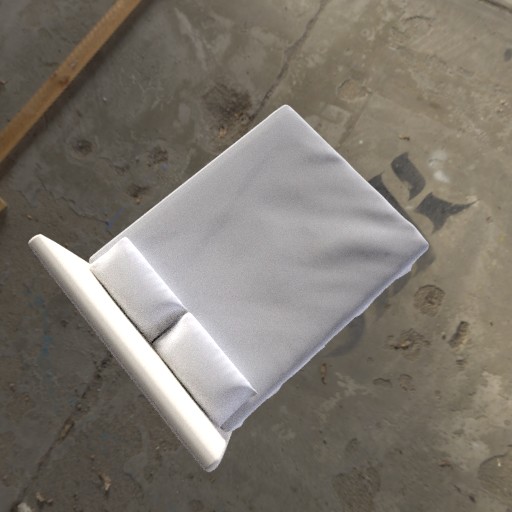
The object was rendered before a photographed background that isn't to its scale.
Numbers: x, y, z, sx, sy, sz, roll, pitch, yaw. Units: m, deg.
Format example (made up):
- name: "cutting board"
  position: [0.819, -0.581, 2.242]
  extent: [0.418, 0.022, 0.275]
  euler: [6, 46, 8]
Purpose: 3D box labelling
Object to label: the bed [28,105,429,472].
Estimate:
- name: "bed"
  position: [0.000, 0.000, 3.202]
  extent: [2.142, 1.330, 1.713]
  euler: [-40, 79, -9]
